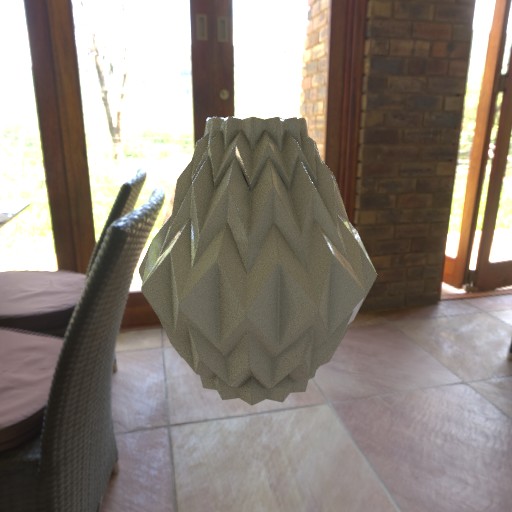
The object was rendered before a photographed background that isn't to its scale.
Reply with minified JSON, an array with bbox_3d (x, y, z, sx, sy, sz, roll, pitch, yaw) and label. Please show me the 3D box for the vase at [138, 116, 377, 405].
[{"bbox_3d":[0.000,0.000,0.311,0.164,0.185,0.164,0,16,0],"label":"vase"}]
